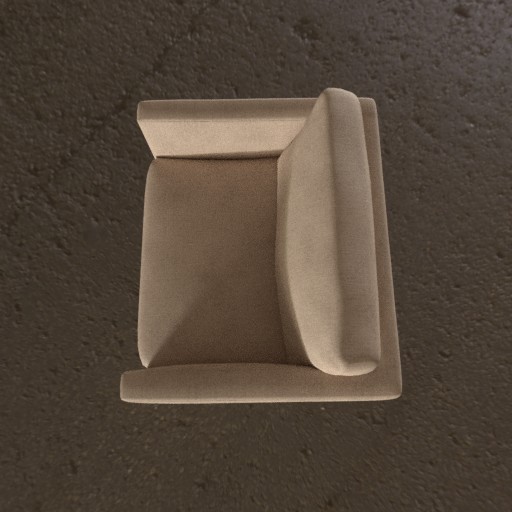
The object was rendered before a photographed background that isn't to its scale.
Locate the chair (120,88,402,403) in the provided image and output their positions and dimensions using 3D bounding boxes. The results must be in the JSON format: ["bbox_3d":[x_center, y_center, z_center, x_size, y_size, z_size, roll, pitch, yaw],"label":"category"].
[{"bbox_3d":[0.000,0.000,1.832,0.959,0.961,1.133,-1,75,0],"label":"chair"}]
